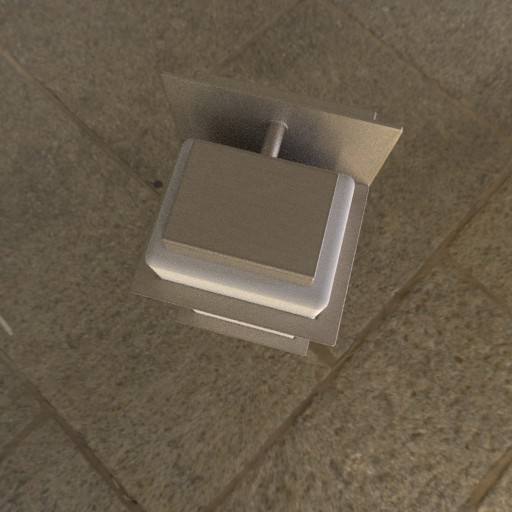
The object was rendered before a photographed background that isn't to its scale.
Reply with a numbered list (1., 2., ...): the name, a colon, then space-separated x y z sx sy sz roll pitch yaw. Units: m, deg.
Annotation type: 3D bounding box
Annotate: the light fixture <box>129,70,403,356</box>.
1. light fixture: 0.000 0.000 0.464 0.168 0.380 0.160 14 76 4
